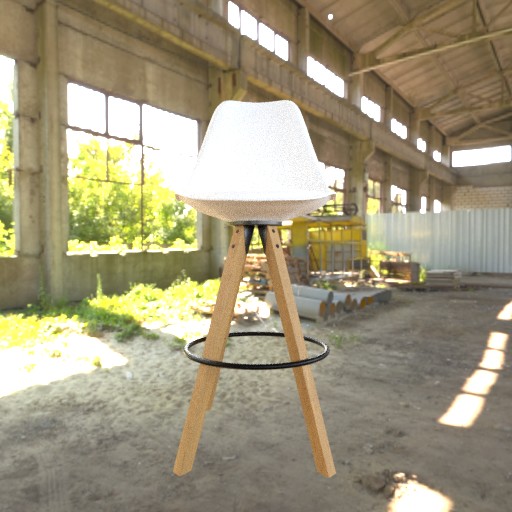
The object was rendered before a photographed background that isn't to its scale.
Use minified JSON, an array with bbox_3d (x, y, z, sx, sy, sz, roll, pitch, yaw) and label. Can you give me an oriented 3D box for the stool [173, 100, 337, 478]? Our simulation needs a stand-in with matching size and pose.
[{"bbox_3d":[0.000,0.000,1.372,0.482,1.115,0.549,0,1,1],"label":"stool"}]
